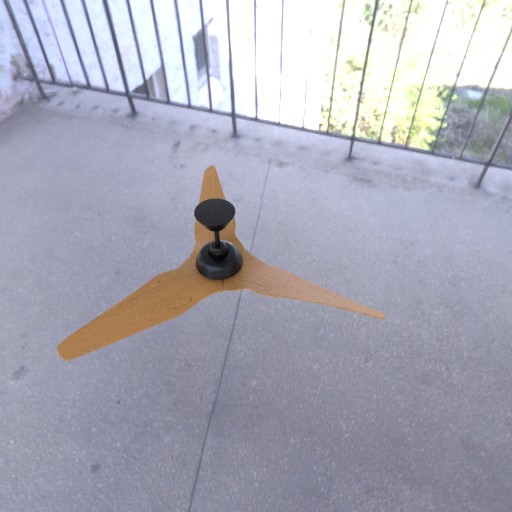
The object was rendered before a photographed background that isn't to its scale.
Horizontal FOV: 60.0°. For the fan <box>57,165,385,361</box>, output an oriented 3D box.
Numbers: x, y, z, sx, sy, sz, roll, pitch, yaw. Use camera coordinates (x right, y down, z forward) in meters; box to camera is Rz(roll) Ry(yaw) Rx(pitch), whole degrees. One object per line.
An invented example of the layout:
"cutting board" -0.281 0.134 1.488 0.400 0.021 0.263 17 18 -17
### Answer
"fan" 0.000 0.000 1.648 1.010 0.355 1.142 16 49 14
